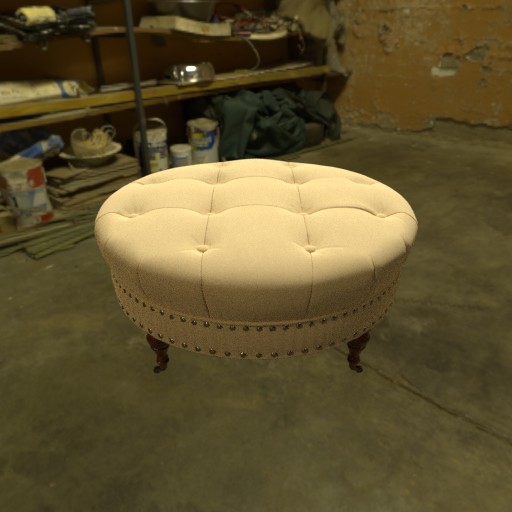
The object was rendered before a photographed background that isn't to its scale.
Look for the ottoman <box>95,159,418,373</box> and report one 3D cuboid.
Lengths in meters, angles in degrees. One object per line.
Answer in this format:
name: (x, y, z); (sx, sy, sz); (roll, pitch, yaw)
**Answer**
ottoman: (0.000, 0.000, 1.364); (0.901, 0.439, 0.901); (0, 28, 0)
